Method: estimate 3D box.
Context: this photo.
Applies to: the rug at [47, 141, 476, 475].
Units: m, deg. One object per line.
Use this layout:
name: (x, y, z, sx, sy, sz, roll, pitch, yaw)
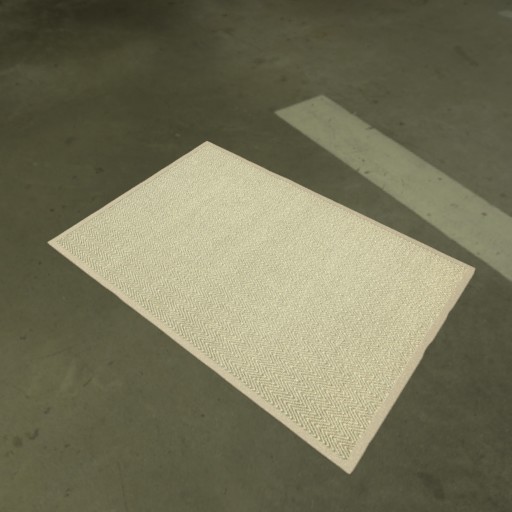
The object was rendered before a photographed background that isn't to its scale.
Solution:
rug: (0.000, 0.000, 2.835, 2.290, 0.021, 1.540, 30, 54, 25)
